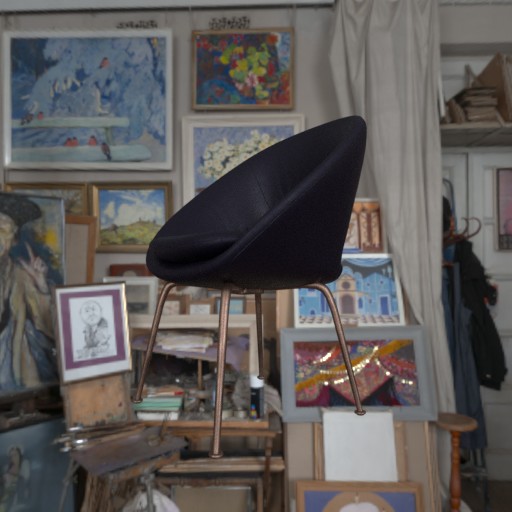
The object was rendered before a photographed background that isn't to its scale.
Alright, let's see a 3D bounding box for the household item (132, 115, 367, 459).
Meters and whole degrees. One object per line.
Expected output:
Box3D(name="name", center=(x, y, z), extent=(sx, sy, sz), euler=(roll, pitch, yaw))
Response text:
Box3D(name="household item", center=(0.000, 0.000, 1.275), extent=(0.573, 0.852, 0.623), euler=(1, -1, -36))
